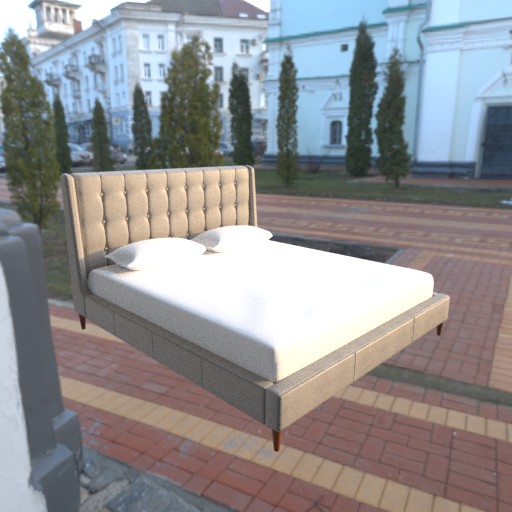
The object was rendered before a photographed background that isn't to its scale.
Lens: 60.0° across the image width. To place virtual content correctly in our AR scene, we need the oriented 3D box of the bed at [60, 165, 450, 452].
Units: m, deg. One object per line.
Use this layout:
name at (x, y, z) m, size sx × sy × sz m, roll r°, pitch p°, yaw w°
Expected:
bed at (0.000, 0.000, 3.549) m, size 2.342 × 1.289 × 2.062 m, roll 14°, pitch 19°, yaw 43°
